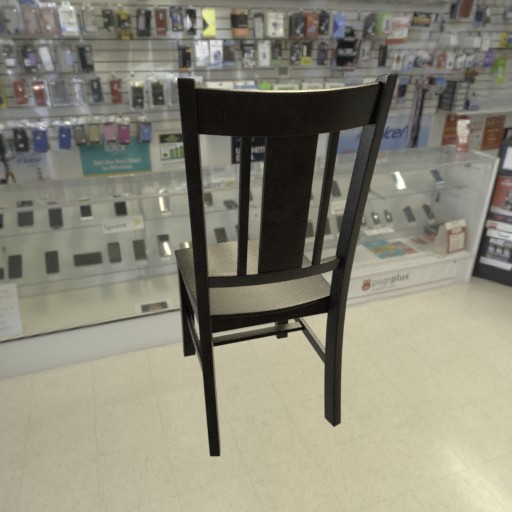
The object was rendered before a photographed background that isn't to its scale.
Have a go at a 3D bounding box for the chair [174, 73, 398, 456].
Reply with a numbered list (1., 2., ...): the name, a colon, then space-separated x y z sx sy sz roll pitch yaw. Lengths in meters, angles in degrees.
1. chair: 0.000 0.000 1.276 0.450 0.998 0.555 -8 27 -16
